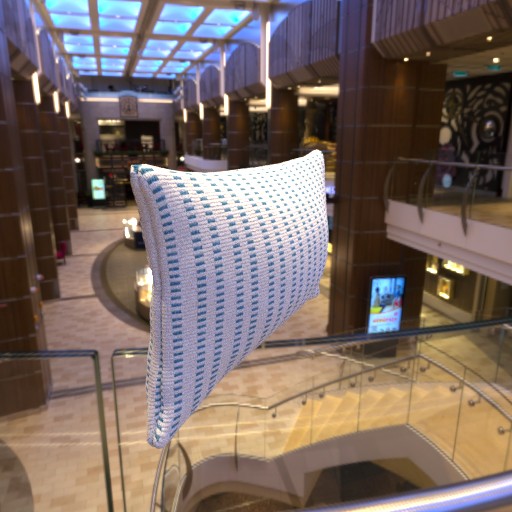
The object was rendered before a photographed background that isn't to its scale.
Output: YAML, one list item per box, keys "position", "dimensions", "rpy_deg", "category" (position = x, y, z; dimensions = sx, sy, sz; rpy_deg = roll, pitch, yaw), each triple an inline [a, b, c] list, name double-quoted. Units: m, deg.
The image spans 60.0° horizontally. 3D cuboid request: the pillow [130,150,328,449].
- position: [0.000, 0.000, 0.790]
  dimensions: [0.210, 0.353, 0.640]
  rpy_deg: [7, 17, 25]
  category: "pillow"
